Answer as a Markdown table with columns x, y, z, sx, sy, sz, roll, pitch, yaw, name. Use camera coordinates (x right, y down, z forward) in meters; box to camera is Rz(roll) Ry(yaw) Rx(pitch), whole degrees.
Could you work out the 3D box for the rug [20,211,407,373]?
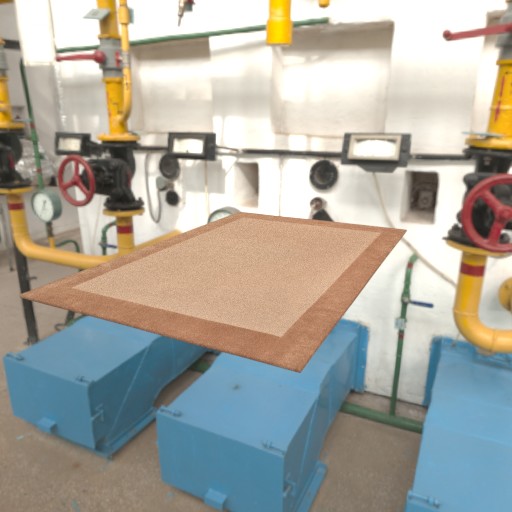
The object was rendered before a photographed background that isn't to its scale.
| x | y | z | sx | sy | sz | roll | pitch | yaw | name |
| --- | --- | --- | --- | --- | --- | --- | --- | --- | --- |
| 0.000 | 0.000 | 2.302 | 1.219 | 0.014 | 1.829 | 9 | 20 | 26 | rug |
